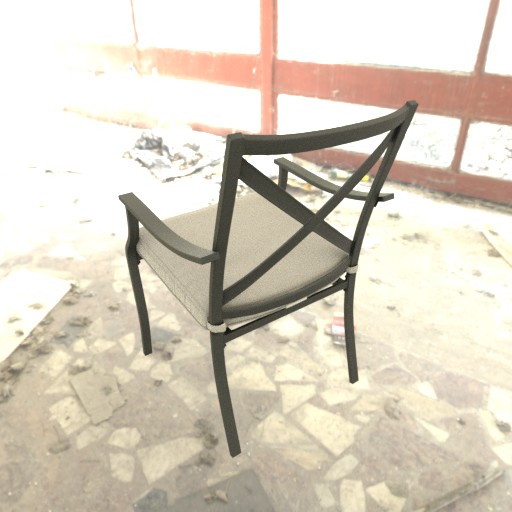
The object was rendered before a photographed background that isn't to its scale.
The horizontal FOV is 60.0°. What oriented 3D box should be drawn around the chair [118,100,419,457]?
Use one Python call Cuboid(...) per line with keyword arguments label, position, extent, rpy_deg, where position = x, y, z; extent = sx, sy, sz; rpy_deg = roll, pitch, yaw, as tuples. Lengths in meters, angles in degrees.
Cuboid(label="chair", position=(0.000, 0.000, 1.268), extent=(0.575, 0.889, 0.620), rpy_deg=(-20, 36, -30))
